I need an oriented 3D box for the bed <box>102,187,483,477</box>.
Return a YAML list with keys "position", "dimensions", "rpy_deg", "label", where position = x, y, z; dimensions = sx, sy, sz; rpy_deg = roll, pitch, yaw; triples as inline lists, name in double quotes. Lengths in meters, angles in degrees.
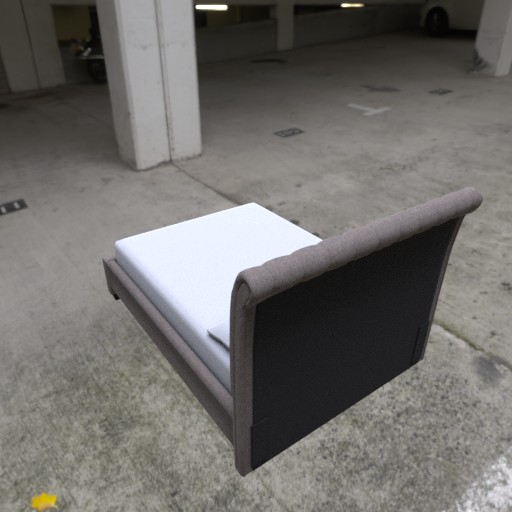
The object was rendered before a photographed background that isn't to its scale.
- position: [0.000, 0.000, 3.264]
  dimensions: [1.645, 1.371, 2.252]
  rpy_deg: [-20, 35, -30]
  label: "bed"
